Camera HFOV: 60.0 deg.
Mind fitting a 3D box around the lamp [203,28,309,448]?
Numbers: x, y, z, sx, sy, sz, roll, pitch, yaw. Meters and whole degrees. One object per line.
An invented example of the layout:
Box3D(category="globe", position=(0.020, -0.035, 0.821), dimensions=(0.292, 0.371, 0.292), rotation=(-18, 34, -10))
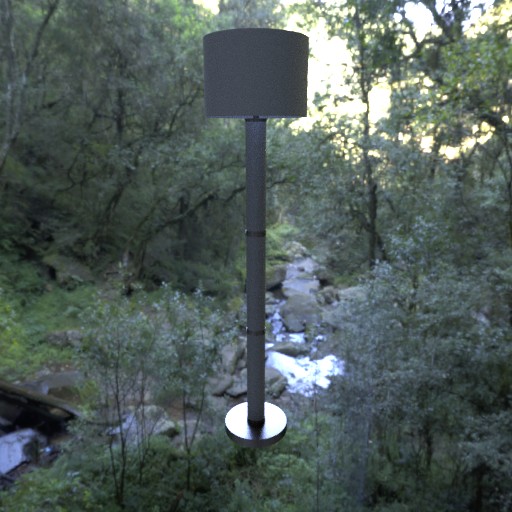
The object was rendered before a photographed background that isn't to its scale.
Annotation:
Box3D(category="lamp", position=(0.000, 0.000, 1.781), dimensions=(0.377, 1.599, 0.377), rotation=(8, 18, 25))
